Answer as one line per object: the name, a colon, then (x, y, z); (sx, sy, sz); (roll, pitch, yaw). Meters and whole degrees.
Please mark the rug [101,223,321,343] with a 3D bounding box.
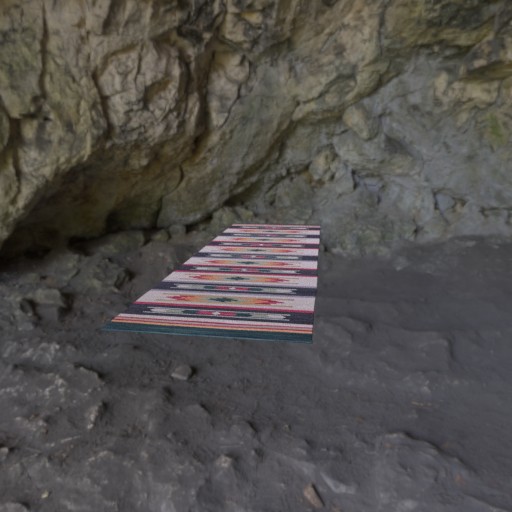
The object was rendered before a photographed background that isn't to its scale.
rug: (0.000, 0.000, 2.706); (0.760, 0.009, 2.440); (2, 13, 8)
